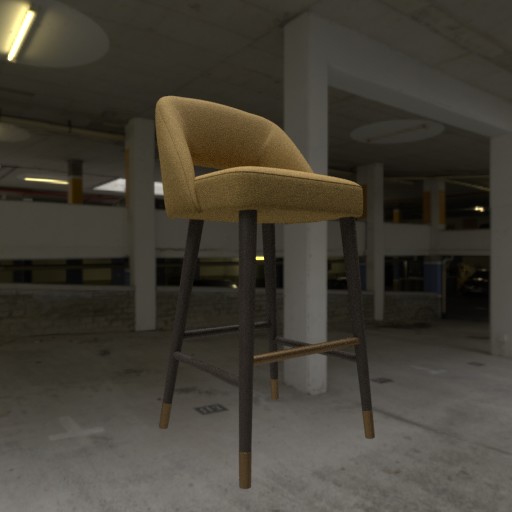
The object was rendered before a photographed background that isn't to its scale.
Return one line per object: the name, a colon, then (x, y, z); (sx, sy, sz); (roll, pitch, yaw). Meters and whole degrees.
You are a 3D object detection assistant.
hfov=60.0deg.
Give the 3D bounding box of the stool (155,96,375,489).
stool: (0.000, 0.000, 1.319); (0.536, 1.032, 0.522); (0, 1, -37)
